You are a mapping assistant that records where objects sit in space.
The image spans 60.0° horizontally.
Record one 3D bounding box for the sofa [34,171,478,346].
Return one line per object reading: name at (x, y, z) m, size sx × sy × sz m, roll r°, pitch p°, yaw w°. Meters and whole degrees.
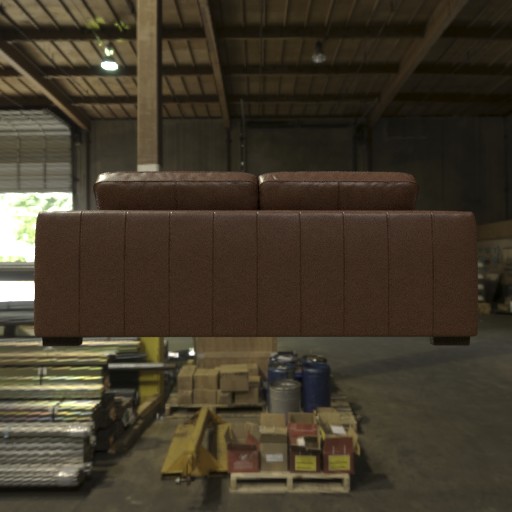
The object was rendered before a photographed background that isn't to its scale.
sofa at (0.000, 0.000, 2.420) m, size 1.920 × 0.800 × 1.070 m, roll 0°, pitch -1°, yaw 0°
